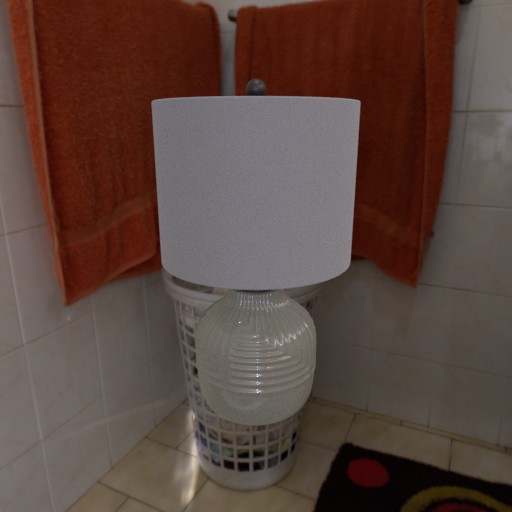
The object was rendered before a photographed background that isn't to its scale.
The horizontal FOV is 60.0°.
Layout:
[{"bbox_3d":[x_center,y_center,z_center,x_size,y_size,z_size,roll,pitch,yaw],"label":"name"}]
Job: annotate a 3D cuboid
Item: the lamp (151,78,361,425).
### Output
[{"bbox_3d":[0.000,0.000,0.761,0.318,0.567,0.318,0,17,0],"label":"lamp"}]
